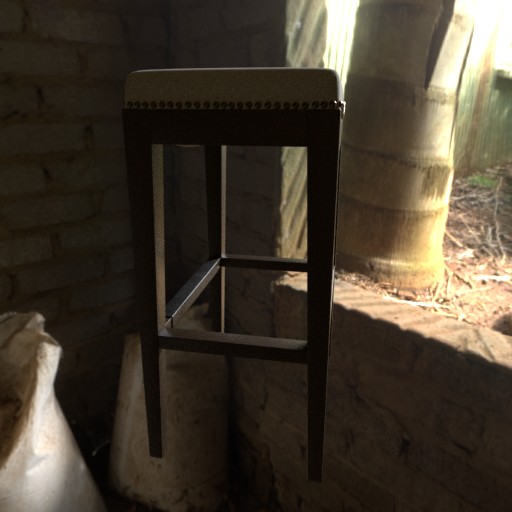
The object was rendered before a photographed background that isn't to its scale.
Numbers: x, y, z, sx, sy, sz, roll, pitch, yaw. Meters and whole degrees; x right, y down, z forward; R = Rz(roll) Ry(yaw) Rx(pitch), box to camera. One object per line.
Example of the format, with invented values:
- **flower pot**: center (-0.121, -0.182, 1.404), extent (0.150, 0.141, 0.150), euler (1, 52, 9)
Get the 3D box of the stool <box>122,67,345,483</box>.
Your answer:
- **stool**: center (0.000, 0.000, 1.005), extent (0.358, 0.759, 0.498), euler (4, 19, 10)
